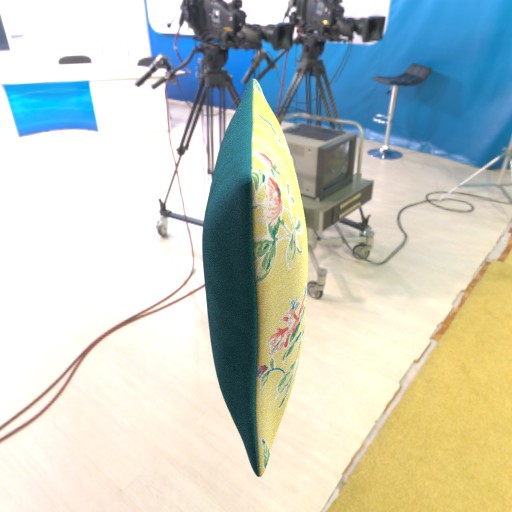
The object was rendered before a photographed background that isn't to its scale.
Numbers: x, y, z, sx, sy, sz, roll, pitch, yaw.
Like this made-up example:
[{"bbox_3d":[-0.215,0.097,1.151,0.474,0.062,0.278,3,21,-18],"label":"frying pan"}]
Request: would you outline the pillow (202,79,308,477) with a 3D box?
[{"bbox_3d":[0.000,0.000,0.793,0.166,0.508,0.525,0,32,0],"label":"pillow"}]
